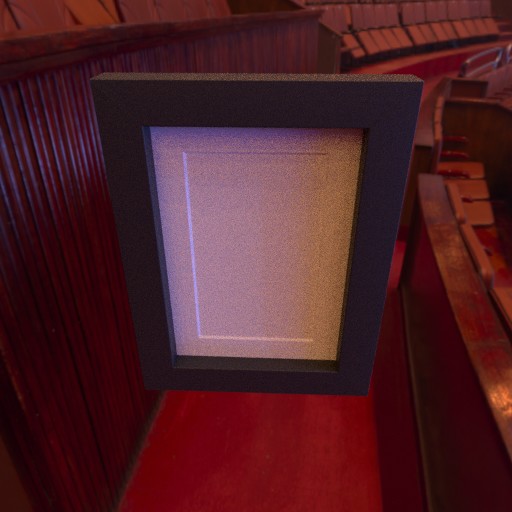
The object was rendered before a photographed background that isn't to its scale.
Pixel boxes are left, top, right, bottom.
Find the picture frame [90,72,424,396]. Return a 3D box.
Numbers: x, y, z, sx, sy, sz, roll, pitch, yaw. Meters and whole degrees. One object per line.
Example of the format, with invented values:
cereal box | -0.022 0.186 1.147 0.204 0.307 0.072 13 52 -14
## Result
picture frame | 0.000 0.000 0.272 0.157 0.208 0.028 1 30 2
